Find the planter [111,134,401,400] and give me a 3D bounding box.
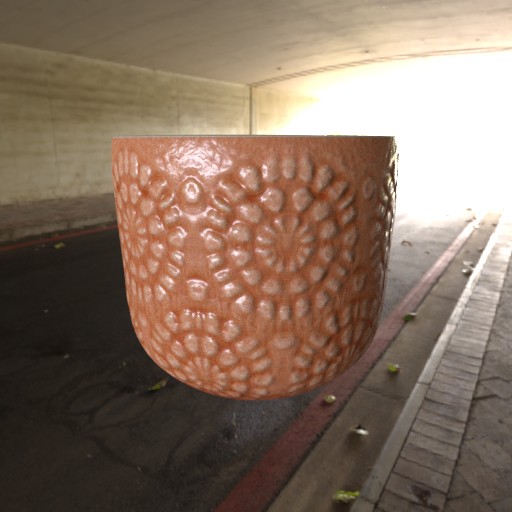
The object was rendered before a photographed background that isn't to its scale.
[{"bbox_3d":[0.000,0.000,0.210,0.124,0.109,0.124,0,15,0],"label":"planter"}]
